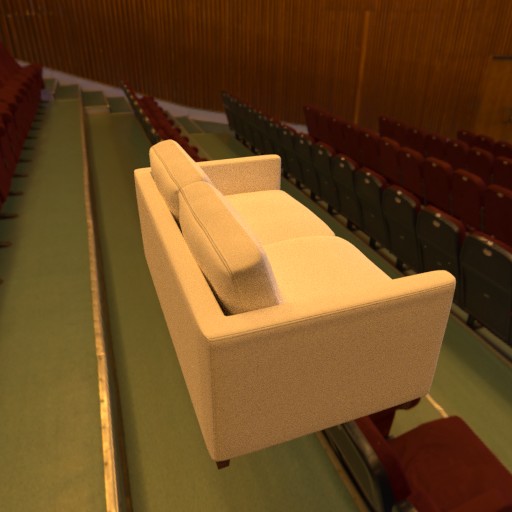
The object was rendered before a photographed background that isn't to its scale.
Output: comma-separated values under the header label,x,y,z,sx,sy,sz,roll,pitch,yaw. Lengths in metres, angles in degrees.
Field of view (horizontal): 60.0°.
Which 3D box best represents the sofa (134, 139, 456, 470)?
label,x,y,z,sx,sy,sz,roll,pitch,yaw
sofa,0.000,0.000,2.225,0.964,0.888,1.702,-10,31,-18
